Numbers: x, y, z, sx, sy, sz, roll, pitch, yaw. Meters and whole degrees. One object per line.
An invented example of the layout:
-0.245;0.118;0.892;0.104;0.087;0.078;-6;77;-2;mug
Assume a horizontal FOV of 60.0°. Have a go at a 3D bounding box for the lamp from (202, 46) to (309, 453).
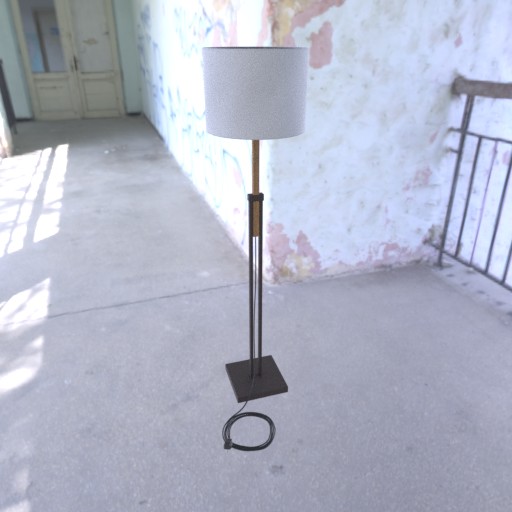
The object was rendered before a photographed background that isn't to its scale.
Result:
0.000;0.000;1.944;0.474;1.650;0.639;-8;27;-15;lamp
